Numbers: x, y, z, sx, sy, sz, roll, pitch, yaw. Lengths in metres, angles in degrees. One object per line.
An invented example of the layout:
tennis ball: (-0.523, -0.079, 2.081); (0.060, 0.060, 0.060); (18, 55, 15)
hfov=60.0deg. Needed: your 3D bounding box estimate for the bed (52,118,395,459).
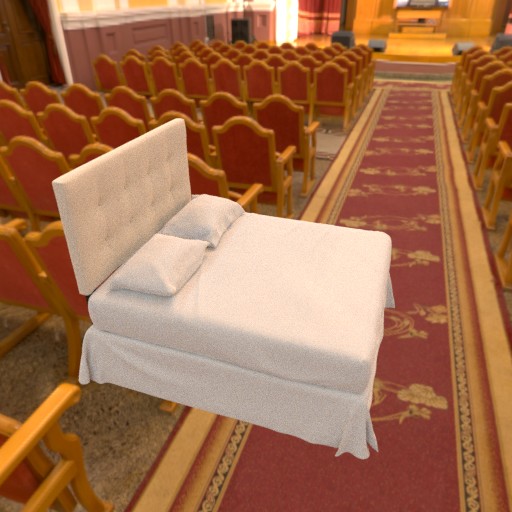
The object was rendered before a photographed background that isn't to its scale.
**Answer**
bed: (0.000, 0.000, 3.428); (2.222, 1.577, 1.936); (10, 32, 16)
